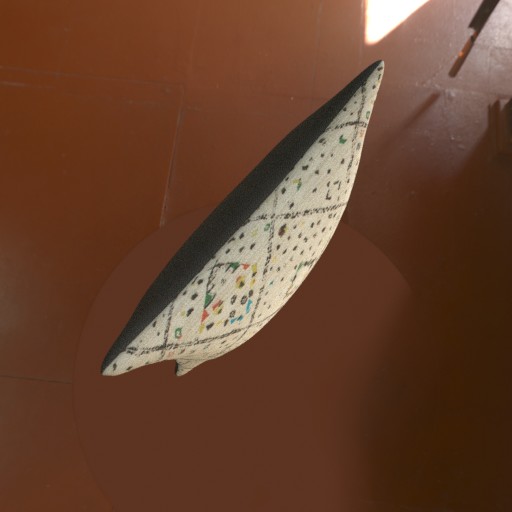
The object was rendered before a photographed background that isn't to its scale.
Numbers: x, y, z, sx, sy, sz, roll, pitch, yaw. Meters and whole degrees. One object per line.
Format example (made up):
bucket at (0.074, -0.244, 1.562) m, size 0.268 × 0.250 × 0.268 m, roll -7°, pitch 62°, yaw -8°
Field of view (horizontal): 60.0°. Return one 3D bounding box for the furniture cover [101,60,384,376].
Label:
furniture cover at (0.000, 0.000, 0.765) m, size 0.180 × 0.498 × 0.525 m, roll 39°, pitch 79°, yaw 9°
